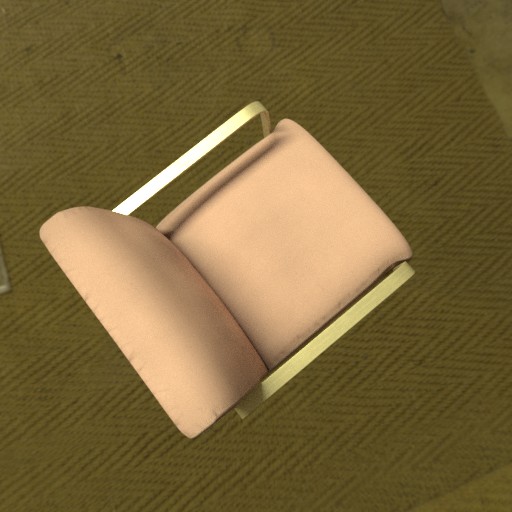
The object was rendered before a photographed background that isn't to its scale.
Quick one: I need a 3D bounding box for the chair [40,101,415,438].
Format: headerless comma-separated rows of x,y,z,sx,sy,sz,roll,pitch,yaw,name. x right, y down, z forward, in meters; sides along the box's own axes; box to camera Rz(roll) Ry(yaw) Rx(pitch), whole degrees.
0.000,0.000,1.424,0.848,0.823,0.701,-38,79,-9,chair
